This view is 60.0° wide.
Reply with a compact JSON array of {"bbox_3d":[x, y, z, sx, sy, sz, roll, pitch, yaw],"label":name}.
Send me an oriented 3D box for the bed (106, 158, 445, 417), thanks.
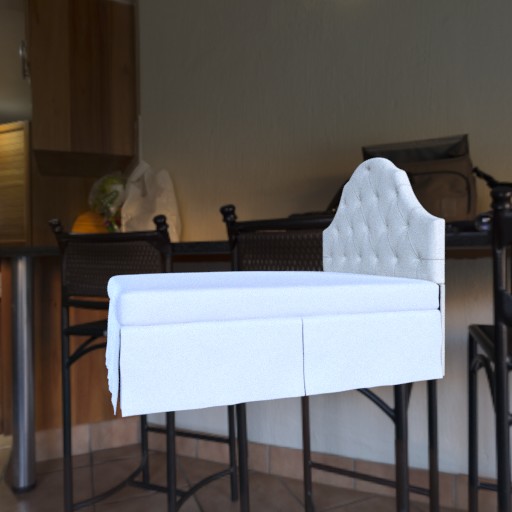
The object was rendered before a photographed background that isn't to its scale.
[{"bbox_3d":[0.000,0.000,3.270,2.092,1.575,1.627,0,1,-20],"label":"bed"}]
